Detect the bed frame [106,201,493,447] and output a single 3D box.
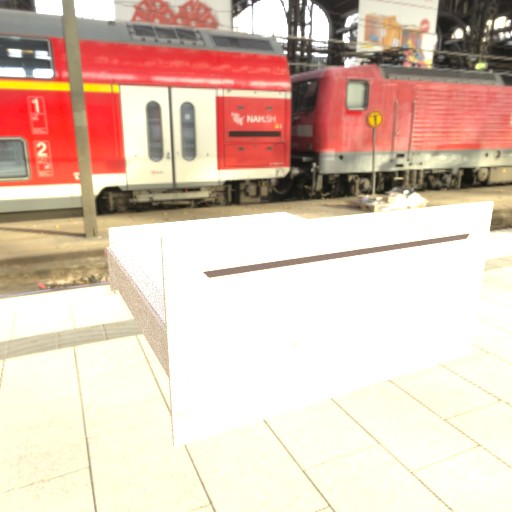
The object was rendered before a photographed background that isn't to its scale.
[{"bbox_3d":[0.000,0.000,2.997,1.800,0.900,2.080,-8,17,-25],"label":"bed frame"}]
